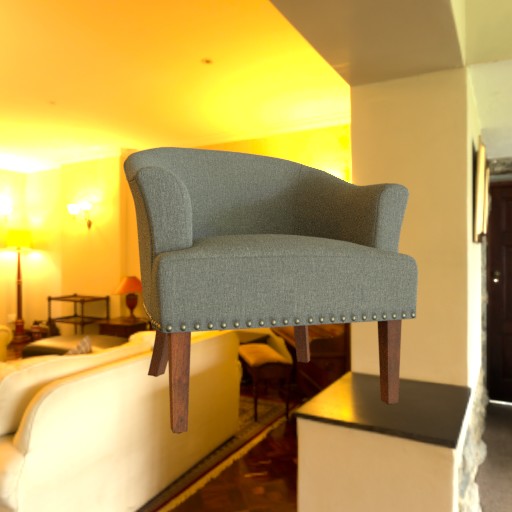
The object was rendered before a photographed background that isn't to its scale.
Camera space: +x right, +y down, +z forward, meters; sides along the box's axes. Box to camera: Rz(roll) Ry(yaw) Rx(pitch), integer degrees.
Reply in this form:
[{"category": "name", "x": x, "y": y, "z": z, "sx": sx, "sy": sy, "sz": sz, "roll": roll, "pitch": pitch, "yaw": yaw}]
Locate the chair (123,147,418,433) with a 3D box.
[{"category": "chair", "x": 0.000, "y": 0.000, "z": 1.403, "sx": 0.798, "sy": 0.815, "sz": 0.704, "roll": 0, "pitch": 0, "yaw": -20}]
